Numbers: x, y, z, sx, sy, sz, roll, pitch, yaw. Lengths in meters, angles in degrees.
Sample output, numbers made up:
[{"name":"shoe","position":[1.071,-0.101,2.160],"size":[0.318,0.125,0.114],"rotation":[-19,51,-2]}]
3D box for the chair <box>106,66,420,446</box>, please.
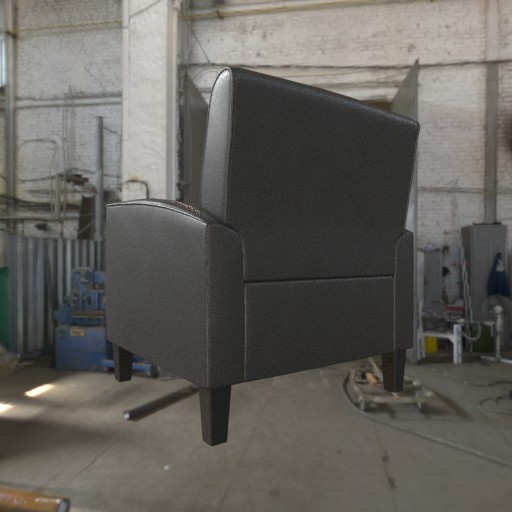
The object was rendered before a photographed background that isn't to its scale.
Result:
[{"name":"chair","position":[0.000,0.000,1.556],"size":[0.820,0.916,0.819],"rotation":[0,0,-36]}]
